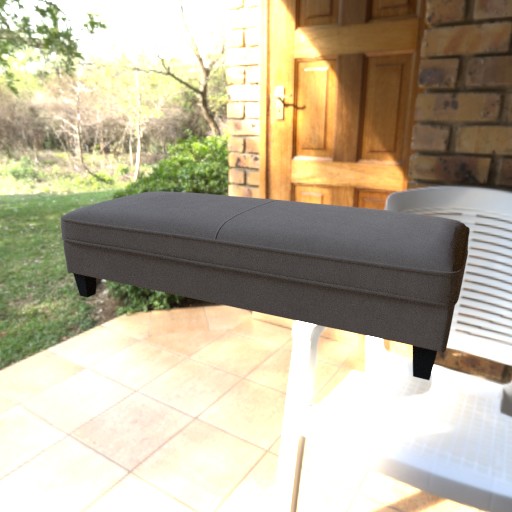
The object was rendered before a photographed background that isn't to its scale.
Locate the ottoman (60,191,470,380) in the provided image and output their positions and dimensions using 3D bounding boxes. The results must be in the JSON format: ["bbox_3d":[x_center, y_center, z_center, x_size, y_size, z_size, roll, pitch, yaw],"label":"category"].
[{"bbox_3d":[0.000,0.000,2.025,1.726,0.460,0.735,9,20,26],"label":"ottoman"}]
